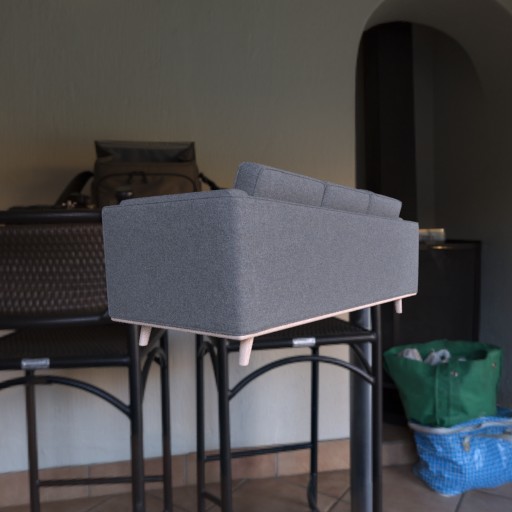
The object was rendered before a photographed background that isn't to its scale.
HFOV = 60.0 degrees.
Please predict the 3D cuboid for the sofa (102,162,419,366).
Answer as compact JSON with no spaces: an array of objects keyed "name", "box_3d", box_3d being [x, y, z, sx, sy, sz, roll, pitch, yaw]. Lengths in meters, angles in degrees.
[{"name":"sofa","box_3d":[0.000,0.000,3.161,1.604,0.929,2.411,1,1,37]}]
